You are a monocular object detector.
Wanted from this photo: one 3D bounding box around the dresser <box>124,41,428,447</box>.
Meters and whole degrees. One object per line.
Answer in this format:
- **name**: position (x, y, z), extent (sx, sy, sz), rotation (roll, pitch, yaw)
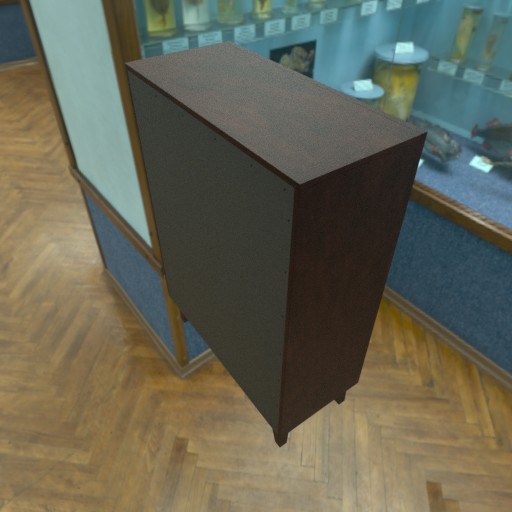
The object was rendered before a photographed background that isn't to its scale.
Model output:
- **dresser**: position (0.000, 0.000, 2.028), extent (0.506, 1.514, 1.072), rotation (-26, 48, -26)
